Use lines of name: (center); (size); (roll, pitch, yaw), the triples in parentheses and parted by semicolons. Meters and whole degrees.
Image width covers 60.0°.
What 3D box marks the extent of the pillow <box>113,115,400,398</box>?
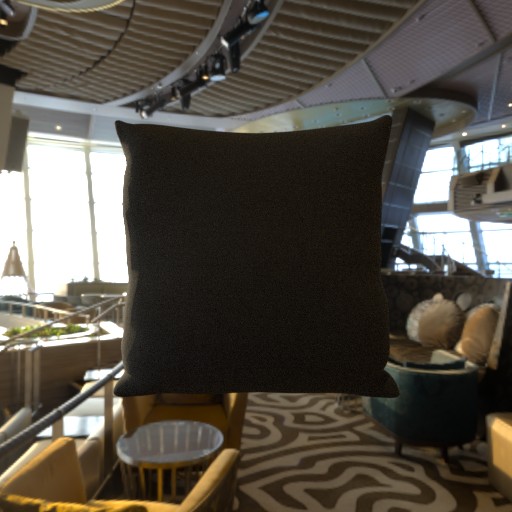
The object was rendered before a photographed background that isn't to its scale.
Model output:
pillow: (0.000, 0.000, 0.786); (0.503, 0.496, 0.208); (0, -1, 1)
